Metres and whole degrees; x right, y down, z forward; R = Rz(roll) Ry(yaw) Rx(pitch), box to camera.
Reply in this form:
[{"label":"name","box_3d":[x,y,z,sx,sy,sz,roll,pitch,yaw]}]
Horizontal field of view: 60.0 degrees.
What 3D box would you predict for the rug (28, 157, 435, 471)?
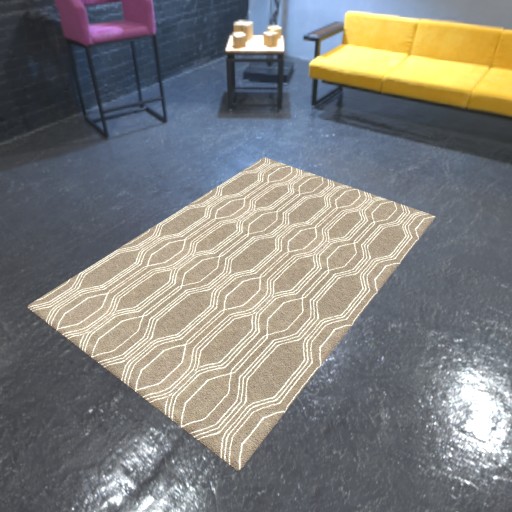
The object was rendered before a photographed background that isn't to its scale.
[{"label":"rug","box_3d":[0.000,0.000,2.298,1.239,0.012,1.836,26,46,28]}]
